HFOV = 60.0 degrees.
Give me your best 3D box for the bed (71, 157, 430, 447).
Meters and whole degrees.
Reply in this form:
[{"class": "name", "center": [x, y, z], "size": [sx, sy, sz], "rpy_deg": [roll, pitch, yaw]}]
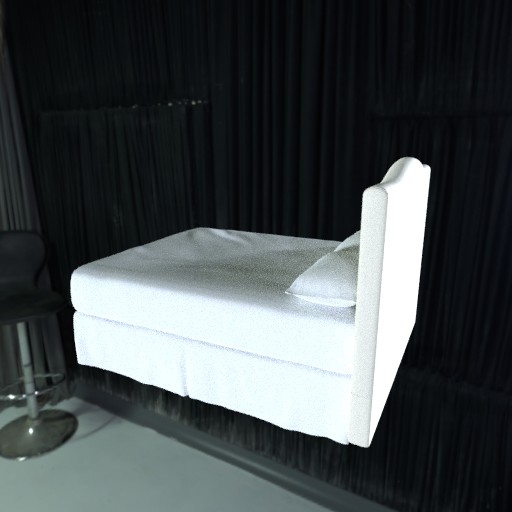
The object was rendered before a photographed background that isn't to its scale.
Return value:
[{"class": "bed", "center": [0.000, 0.000, 3.259], "size": [2.143, 1.460, 1.753], "rpy_deg": [7, 17, 25]}]
